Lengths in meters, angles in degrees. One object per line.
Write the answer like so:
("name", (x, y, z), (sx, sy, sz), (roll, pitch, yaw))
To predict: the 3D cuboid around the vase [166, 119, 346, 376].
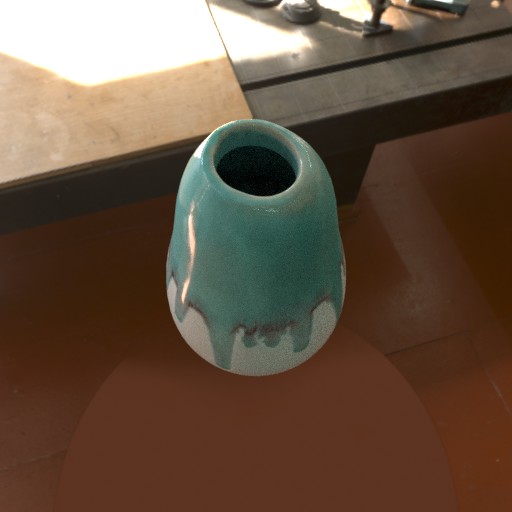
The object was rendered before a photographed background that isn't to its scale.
("vase", (0.000, 0.000, 0.258), (0.116, 0.179, 0.116), (0, 62, 0))
